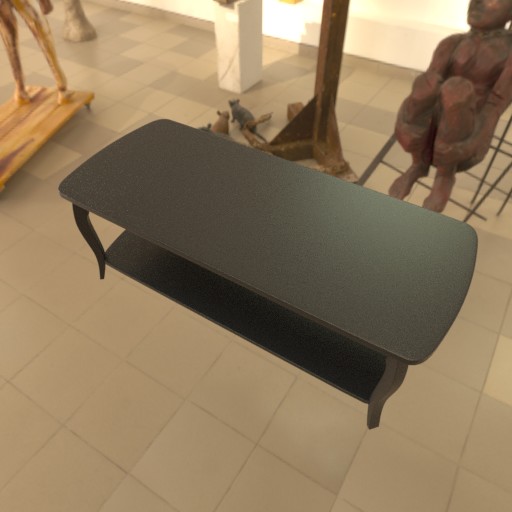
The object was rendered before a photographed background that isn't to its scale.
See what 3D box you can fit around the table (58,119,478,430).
[{"bbox_3d":[0.000,0.000,1.592,1.333,0.457,0.571,24,51,21],"label":"table"}]
